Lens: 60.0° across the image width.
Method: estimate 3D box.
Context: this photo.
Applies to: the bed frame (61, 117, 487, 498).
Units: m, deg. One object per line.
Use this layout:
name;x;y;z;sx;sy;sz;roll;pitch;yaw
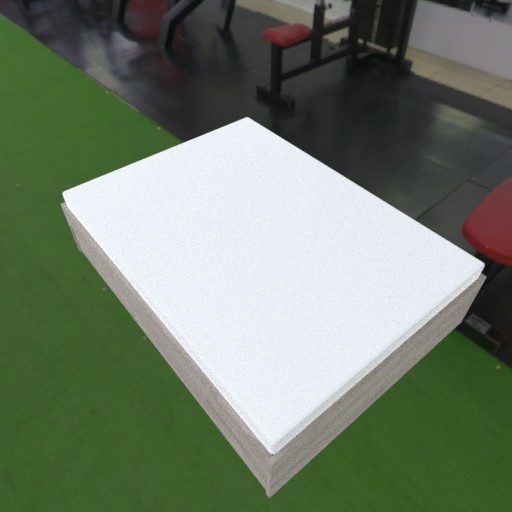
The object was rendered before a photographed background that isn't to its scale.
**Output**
bed frame;0.000;0.000;2.569;1.448;0.490;1.944;-31;53;-26
